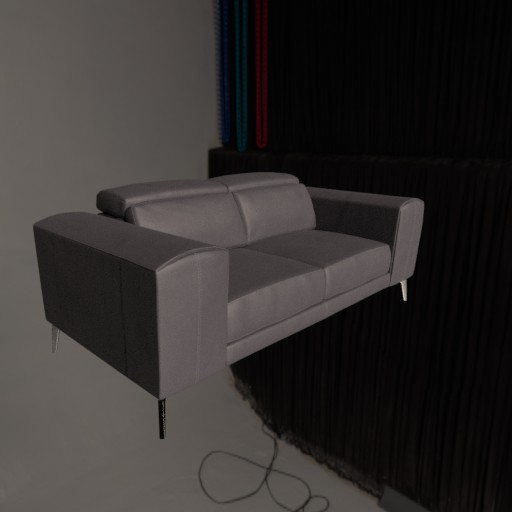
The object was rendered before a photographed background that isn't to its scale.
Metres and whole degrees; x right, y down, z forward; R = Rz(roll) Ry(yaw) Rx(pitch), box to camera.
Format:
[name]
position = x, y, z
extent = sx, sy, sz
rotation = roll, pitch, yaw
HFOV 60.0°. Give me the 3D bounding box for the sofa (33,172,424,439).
[sofa]
position = 0.000, 0.000, 2.357
extent = 1.003, 0.779, 1.895
rotation = 15, 21, 42
